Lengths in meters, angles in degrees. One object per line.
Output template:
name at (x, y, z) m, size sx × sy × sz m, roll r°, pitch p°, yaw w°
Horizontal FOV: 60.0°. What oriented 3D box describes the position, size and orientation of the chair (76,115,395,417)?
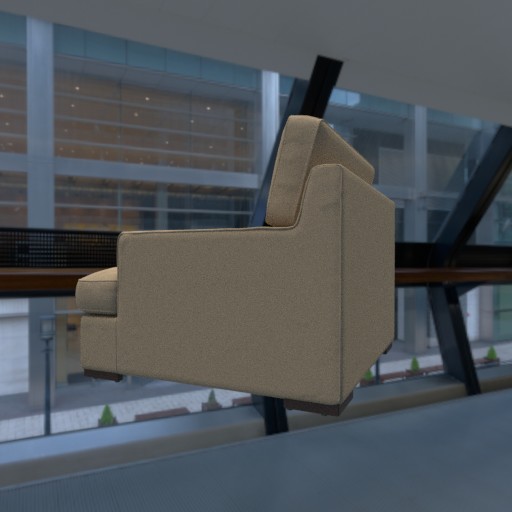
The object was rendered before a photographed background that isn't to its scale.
chair at (0.000, 0.000, 2.134) m, size 1.274 × 1.005 × 1.293 m, roll 0°, pitch 0°, yaw 18°
